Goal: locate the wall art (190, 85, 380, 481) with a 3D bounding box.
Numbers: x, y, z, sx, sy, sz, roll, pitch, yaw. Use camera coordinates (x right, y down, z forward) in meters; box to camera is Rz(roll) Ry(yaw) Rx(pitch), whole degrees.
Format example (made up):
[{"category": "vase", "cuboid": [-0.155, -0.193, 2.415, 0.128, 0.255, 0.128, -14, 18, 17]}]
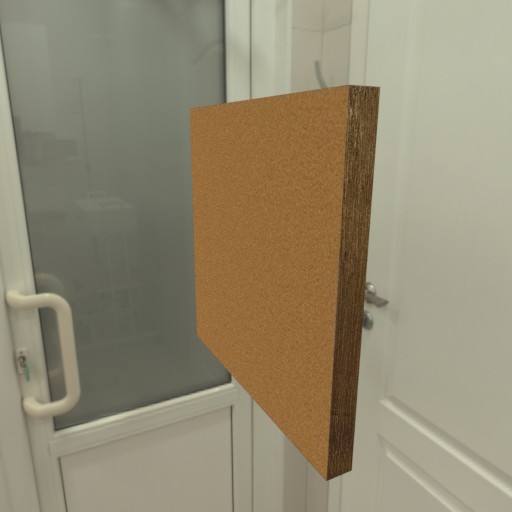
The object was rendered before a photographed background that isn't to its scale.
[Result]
[{"category": "wall art", "cuboid": [0.000, 0.000, 0.608, 0.039, 0.403, 0.406, -8, 17, -27]}]
